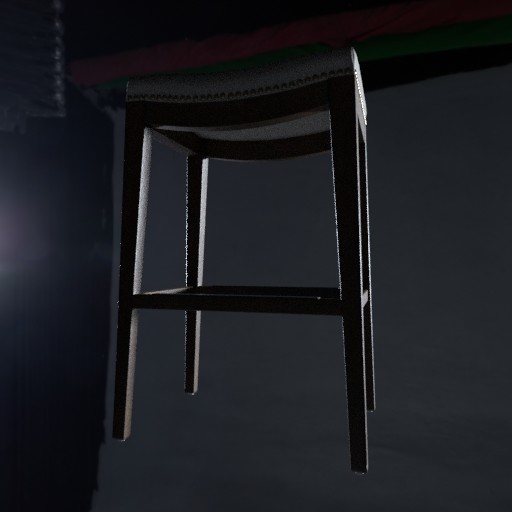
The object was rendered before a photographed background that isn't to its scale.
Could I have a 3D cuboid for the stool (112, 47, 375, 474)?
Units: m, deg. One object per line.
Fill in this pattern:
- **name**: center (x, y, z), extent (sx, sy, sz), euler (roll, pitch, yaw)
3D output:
- **stool**: center (0.000, 0.000, 1.007), extent (0.508, 0.762, 0.356), euler (0, -1, 17)
